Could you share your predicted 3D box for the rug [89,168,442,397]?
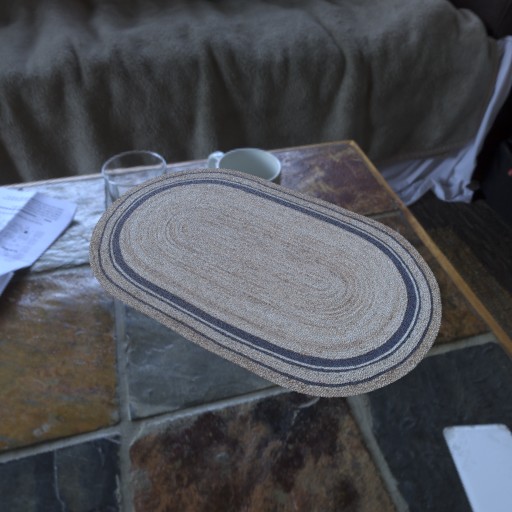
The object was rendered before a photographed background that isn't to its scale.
[{"bbox_3d":[0.000,0.000,2.980,2.432,0.006,1.520,24,51,21],"label":"rug"}]
